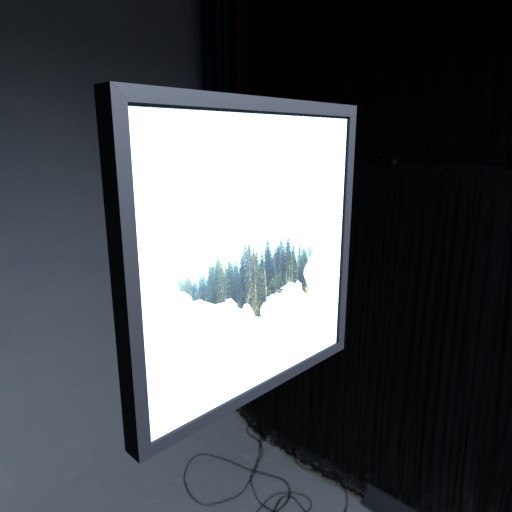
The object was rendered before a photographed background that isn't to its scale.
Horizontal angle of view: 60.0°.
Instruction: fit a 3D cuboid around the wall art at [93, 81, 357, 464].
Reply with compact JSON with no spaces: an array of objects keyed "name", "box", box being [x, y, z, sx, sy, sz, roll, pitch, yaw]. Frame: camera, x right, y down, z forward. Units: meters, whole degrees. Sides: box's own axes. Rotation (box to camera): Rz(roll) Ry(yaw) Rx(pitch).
[{"name":"wall art","box":[0.000,0.000,0.753,0.040,0.509,0.509,14,20,43]}]
